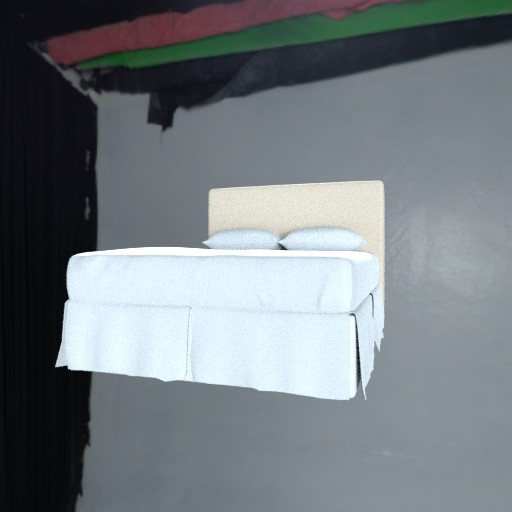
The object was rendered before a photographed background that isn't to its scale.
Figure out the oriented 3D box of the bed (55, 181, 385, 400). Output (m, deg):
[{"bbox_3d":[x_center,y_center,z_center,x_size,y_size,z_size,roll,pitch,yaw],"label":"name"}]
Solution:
[{"bbox_3d":[0.000,0.000,3.235,1.748,1.330,2.142,0,0,19],"label":"bed"}]
